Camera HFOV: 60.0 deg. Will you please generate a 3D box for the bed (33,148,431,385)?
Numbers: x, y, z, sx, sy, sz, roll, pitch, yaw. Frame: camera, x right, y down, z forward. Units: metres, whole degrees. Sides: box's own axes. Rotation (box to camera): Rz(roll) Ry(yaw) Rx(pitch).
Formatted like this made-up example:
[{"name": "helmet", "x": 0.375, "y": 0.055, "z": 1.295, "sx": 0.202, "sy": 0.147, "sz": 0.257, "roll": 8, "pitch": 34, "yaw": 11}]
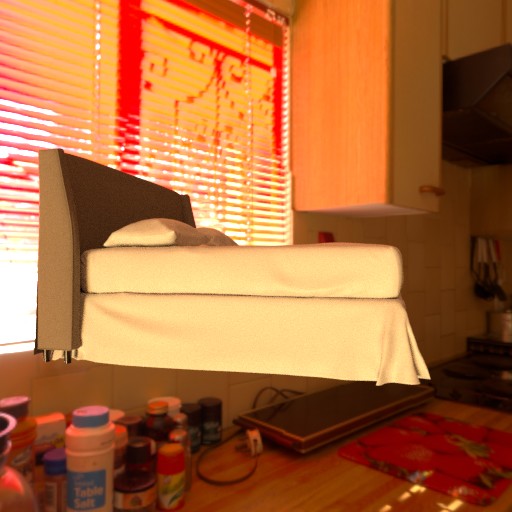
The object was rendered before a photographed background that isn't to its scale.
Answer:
[{"name": "bed", "x": 0.000, "y": 0.000, "z": 3.300, "sx": 2.276, "sy": 1.332, "sz": 1.925, "roll": 0, "pitch": -1, "yaw": 16}]
